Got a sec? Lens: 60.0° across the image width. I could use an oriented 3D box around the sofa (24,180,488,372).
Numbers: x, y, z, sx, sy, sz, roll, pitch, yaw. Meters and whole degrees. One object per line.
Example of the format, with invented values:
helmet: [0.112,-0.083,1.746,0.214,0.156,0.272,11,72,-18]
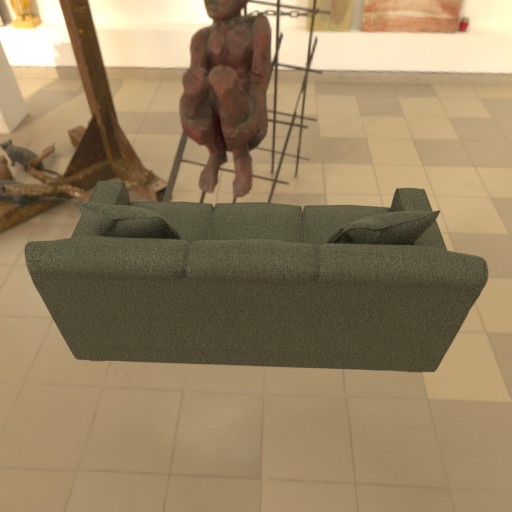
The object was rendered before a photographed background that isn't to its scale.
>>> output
sofa: [0.000,0.000,2.517,2.024,0.958,0.997,2,46,2]
